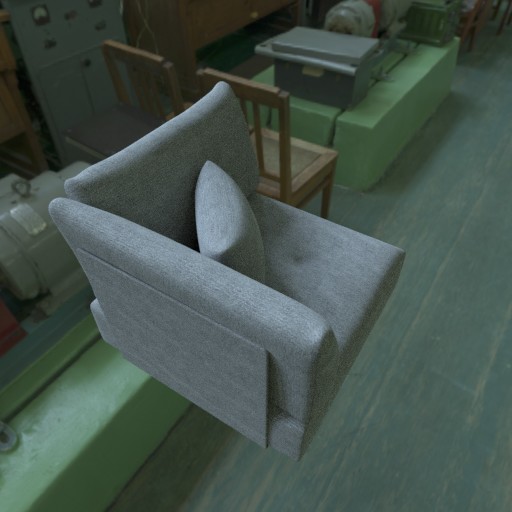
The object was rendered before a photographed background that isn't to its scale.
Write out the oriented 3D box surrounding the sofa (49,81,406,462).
[{"bbox_3d":[0.000,0.000,1.732,1.000,0.820,1.000,24,50,22],"label":"sofa"}]
